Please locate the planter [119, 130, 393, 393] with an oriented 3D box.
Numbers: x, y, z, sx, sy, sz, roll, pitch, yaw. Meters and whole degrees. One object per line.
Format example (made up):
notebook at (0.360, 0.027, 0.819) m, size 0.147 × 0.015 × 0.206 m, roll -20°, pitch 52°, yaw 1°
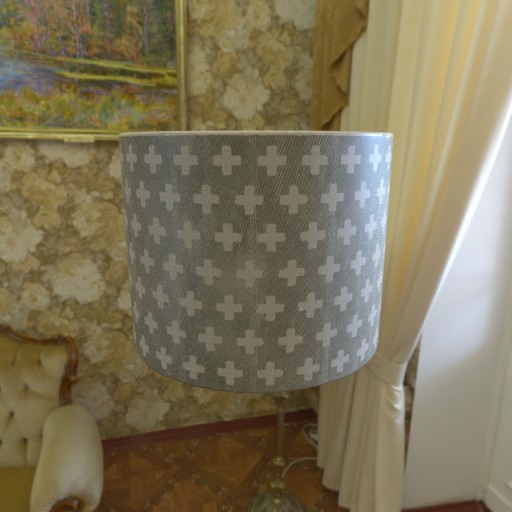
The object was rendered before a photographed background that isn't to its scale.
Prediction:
planter at (0.000, 0.000, 0.342) m, size 0.190 × 0.181 × 0.190 m, roll 0°, pitch 14°, yaw 0°
